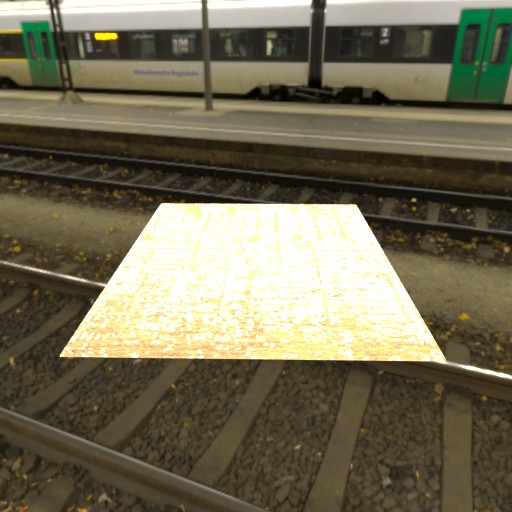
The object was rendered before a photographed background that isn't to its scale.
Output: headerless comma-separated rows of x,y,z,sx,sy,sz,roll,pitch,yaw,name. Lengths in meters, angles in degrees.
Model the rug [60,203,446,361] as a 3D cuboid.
0.000,0.000,4.171,2.441,0.011,3.050,0,25,1,rug
